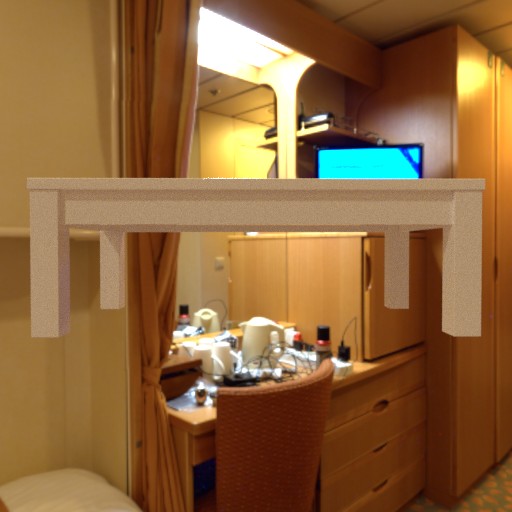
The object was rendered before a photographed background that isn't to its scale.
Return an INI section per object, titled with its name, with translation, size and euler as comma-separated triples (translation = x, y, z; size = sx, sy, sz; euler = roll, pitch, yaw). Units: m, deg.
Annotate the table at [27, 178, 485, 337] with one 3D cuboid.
[table]
translation = 0.000, 0.000, 1.659
size = 1.350, 0.470, 0.700
euler = 0, 1, -1
